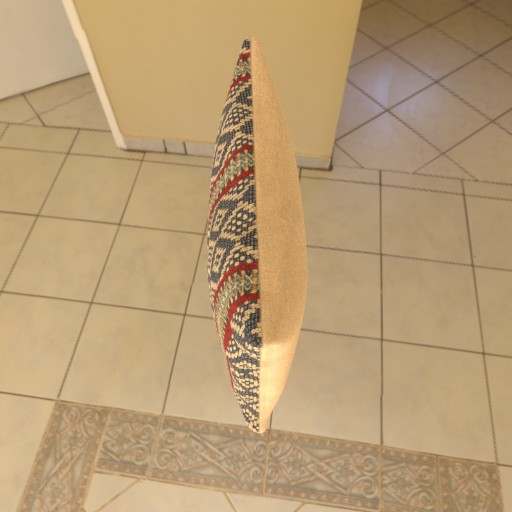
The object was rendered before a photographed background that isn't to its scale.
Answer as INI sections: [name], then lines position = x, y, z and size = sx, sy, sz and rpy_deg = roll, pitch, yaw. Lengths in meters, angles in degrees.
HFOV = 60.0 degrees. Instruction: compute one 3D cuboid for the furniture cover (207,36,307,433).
[furniture cover]
position = 0.000, 0.000, 0.662
size = 0.139, 0.431, 0.431
rpy_deg = -1, 59, -1
